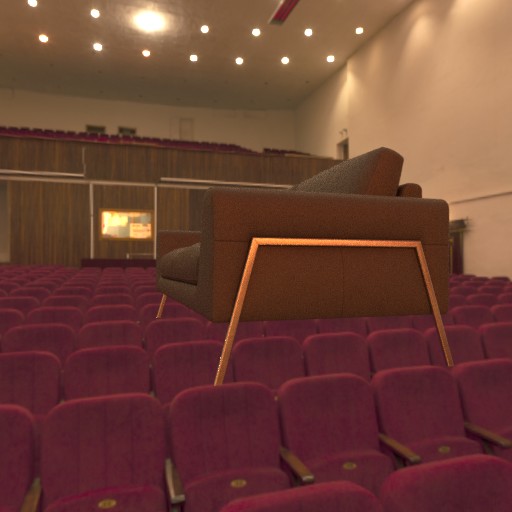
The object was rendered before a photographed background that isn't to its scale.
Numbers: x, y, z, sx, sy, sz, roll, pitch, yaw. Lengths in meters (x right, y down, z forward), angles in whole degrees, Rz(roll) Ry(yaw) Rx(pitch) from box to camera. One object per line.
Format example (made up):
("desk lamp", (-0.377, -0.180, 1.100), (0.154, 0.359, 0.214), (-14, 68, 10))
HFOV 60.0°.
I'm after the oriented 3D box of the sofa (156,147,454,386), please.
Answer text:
("sofa", (0.000, 0.000, 2.505), (0.953, 0.875, 2.017), (0, -2, -18))
